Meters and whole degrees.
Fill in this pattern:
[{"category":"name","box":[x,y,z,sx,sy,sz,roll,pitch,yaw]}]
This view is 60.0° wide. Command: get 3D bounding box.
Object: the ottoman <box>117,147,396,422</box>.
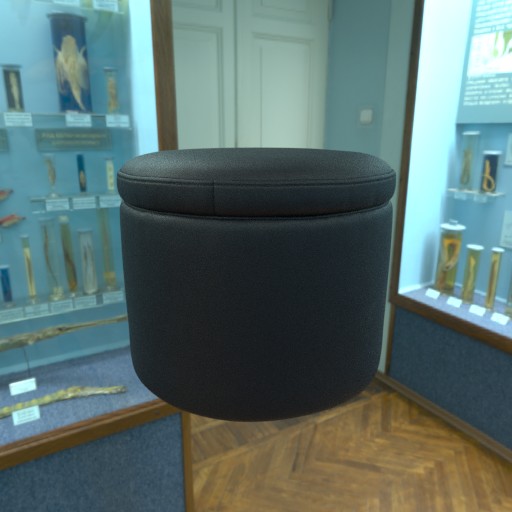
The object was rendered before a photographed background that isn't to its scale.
[{"category":"ottoman","box":[0.000,0.000,0.870,0.501,0.409,0.501,0,16,0]}]
